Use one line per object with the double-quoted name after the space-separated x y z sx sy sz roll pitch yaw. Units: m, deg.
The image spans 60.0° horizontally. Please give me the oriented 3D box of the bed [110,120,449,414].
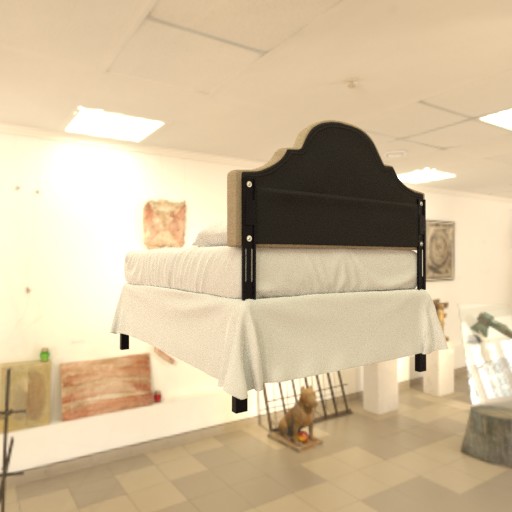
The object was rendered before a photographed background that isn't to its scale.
0.000 0.000 3.509 1.780 1.634 2.222 0 -1 -34 "bed"
